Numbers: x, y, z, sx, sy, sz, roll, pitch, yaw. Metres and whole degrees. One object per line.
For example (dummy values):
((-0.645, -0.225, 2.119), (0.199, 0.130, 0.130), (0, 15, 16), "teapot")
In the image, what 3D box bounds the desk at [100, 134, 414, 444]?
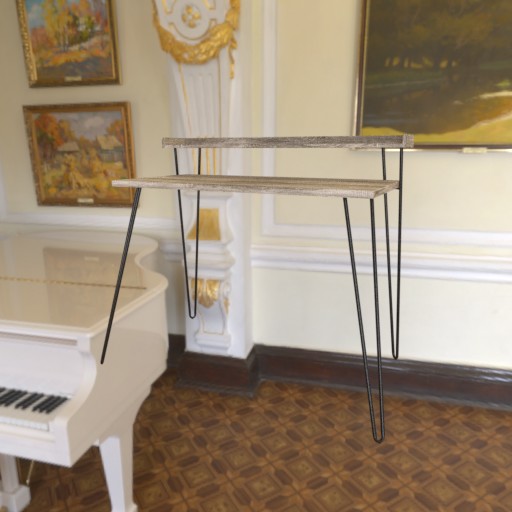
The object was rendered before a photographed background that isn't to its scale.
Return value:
((0.000, 0.000, 1.706), (1.135, 0.899, 0.605), (7, 15, 26), "desk")
